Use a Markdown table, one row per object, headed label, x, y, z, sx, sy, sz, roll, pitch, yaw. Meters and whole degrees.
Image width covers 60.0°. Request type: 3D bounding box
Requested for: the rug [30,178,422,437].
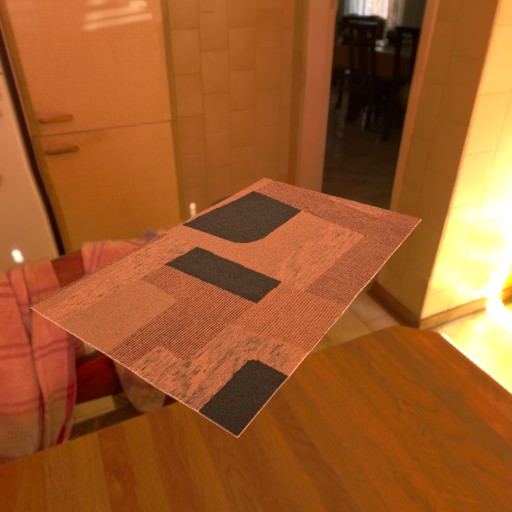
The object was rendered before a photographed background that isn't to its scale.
| label | x | y | z | sx | sy | sz | roll | pitch | yaw |
| --- | --- | --- | --- | --- | --- | --- | --- | --- | --- |
| rug | 0.000 | 0.000 | 3.051 | 1.521 | 0.015 | 2.436 | 20 | 37 | 29 |
